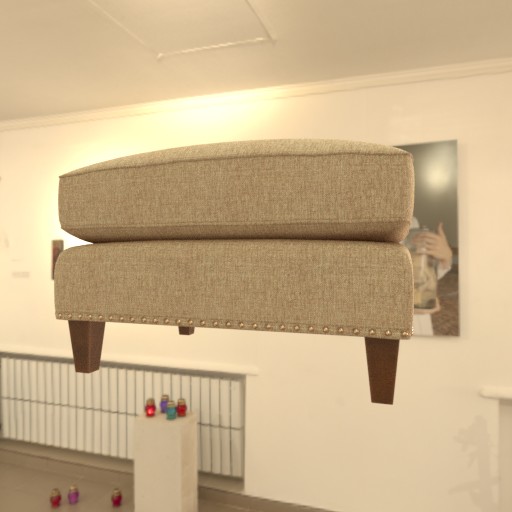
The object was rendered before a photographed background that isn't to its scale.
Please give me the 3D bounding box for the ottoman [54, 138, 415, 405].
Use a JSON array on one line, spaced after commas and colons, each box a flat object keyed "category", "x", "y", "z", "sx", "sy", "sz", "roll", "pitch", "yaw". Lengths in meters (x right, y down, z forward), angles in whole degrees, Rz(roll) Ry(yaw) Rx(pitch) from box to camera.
[{"category": "ottoman", "x": 0.000, "y": 0.000, "z": 1.115, "sx": 0.741, "sy": 0.513, "sz": 0.584, "roll": 0, "pitch": 0, "yaw": 18}]
